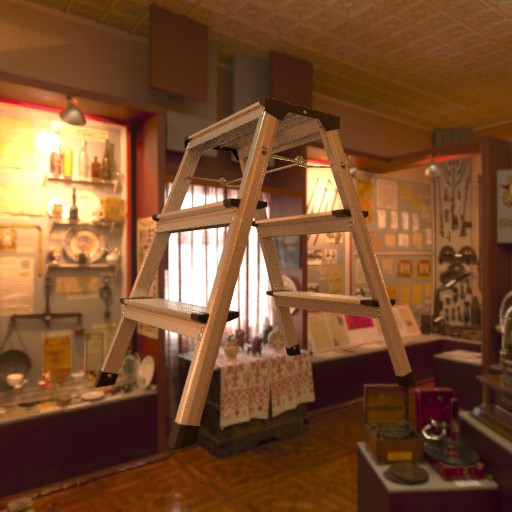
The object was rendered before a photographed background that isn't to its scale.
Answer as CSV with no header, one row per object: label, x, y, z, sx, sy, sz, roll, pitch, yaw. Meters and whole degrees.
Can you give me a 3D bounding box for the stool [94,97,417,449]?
stool,0.000,0.000,1.041,0.622,0.605,0.437,0,-1,-35
